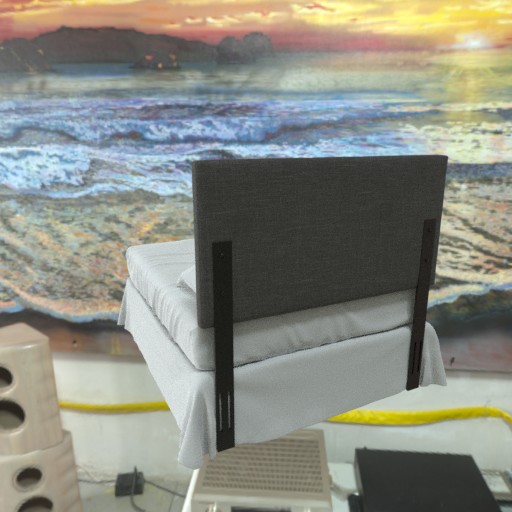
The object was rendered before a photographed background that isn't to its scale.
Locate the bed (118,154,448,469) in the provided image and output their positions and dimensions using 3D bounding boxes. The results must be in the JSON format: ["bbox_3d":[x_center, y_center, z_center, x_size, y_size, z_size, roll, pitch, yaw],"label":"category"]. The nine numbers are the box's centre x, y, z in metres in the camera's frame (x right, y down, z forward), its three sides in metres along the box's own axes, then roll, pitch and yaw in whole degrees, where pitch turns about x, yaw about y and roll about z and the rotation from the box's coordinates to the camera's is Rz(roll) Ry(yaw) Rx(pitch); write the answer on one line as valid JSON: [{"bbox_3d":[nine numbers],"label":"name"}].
[{"bbox_3d":[0.000,0.000,3.442,1.936,1.577,2.222,-7,17,-25],"label":"bed"}]
